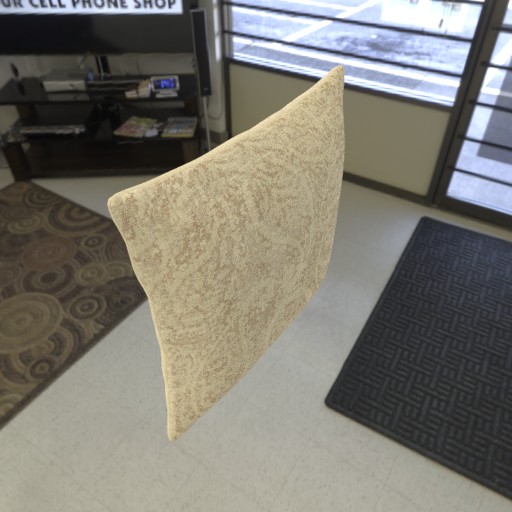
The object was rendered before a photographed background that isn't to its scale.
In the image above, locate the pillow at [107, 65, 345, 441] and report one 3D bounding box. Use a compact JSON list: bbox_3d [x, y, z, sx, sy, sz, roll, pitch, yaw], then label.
[{"bbox_3d":[0.000,0.000,0.779,0.166,0.510,0.523,26,48,26],"label":"pillow"}]
